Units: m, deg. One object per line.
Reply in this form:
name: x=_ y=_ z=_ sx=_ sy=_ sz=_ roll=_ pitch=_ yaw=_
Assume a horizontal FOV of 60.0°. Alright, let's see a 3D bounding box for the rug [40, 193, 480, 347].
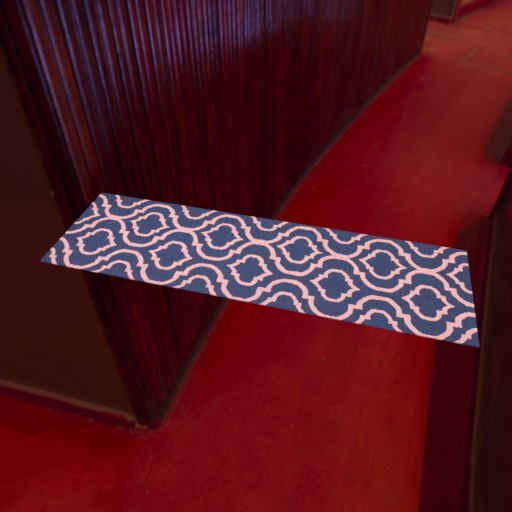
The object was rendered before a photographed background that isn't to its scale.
rug: x=0.000 y=0.000 z=2.491 sx=2.296 sy=0.006 sz=0.685 roll=10 pitch=43 yaw=11
